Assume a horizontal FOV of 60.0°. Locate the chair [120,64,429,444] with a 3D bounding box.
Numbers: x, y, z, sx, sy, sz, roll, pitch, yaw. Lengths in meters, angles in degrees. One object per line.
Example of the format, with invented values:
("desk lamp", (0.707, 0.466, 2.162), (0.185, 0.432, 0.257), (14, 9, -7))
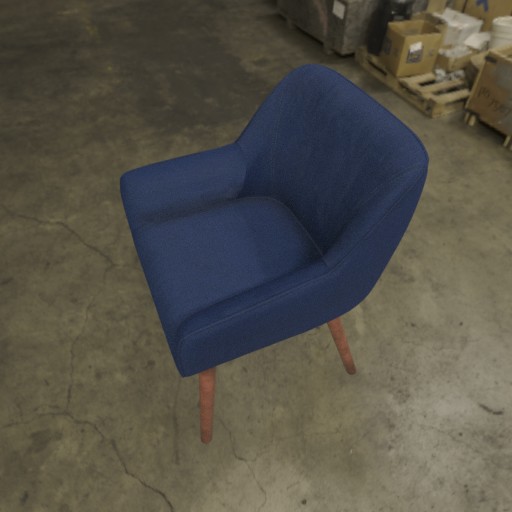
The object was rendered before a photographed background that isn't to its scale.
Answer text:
("chair", (0.000, 0.000, 1.233), (0.600, 0.820, 0.600), (-17, 49, -16))
